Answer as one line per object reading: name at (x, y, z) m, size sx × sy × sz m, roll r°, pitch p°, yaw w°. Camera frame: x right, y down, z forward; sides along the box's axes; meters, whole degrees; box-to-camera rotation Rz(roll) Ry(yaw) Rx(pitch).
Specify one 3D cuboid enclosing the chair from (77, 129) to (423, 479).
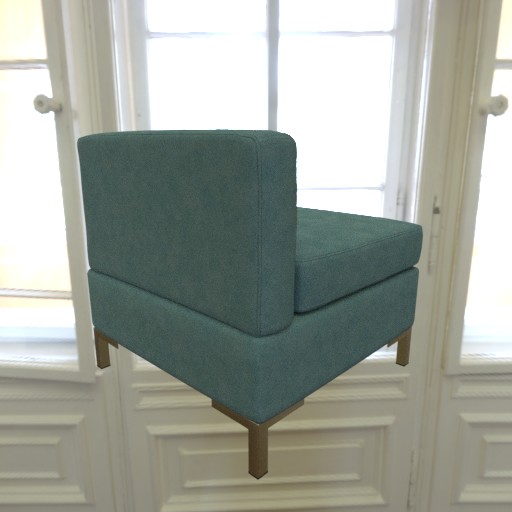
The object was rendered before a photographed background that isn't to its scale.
chair at (0.000, 0.000, 1.224) m, size 0.684 × 0.660 × 0.685 m, roll 14°, pitch 20°, yaw 42°
